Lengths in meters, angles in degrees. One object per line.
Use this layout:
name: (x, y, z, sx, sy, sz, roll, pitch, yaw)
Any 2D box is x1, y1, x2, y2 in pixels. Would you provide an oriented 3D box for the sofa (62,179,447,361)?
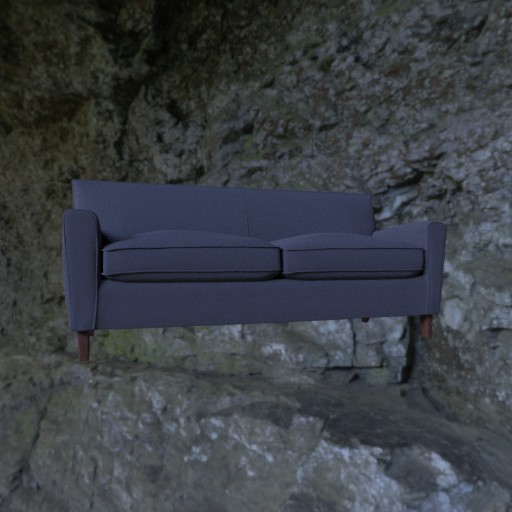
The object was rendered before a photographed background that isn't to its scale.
sofa: (0.000, 0.000, 2.509, 2.002, 0.907, 0.843, 0, -1, -18)
